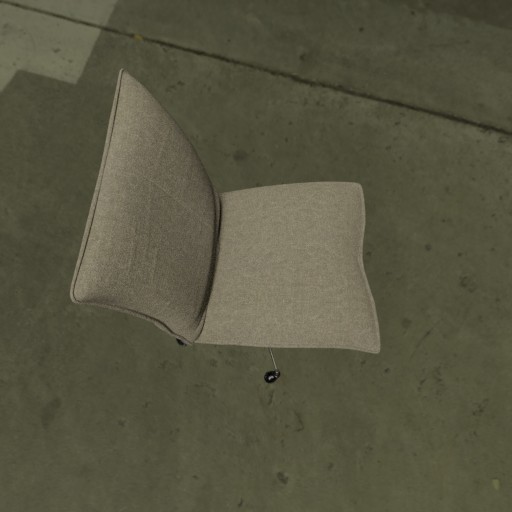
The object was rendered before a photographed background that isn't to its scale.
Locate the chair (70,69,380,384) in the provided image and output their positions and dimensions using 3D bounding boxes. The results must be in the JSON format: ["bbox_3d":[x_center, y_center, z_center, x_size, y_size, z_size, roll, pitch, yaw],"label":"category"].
[{"bbox_3d":[0.000,0.000,1.288,0.696,0.811,0.597,2,63,1],"label":"chair"}]
